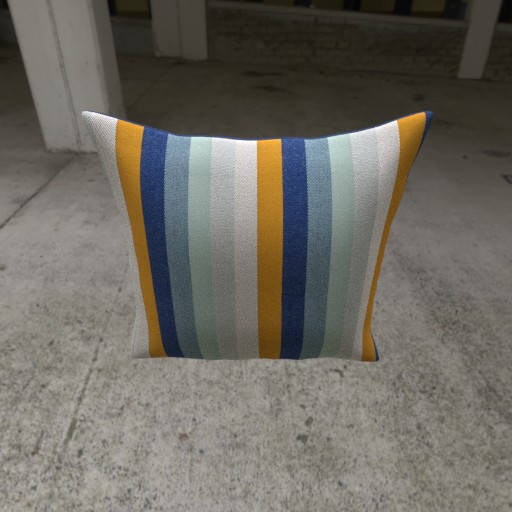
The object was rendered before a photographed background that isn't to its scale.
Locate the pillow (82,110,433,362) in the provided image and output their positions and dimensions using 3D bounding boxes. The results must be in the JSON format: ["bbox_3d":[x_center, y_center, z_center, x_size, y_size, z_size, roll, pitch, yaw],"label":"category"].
[{"bbox_3d":[0.000,0.000,0.705,0.463,0.454,0.173,1,33,1],"label":"pillow"}]
